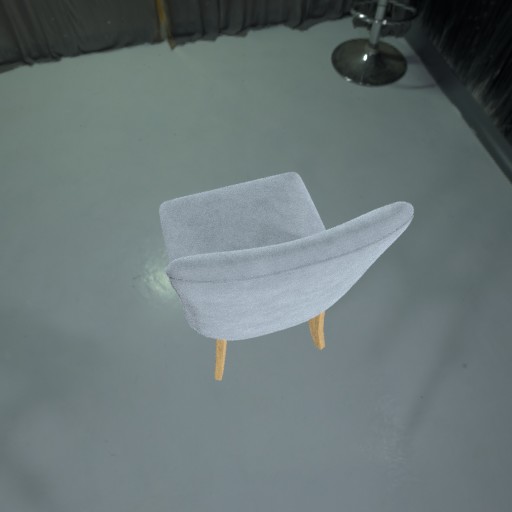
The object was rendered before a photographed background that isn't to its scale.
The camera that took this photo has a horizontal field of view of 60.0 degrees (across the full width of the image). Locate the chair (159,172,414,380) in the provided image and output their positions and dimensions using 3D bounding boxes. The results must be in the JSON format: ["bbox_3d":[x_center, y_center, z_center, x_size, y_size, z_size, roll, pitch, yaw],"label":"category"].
[{"bbox_3d":[0.000,0.000,1.291,0.495,0.902,0.610,-15,60,-9],"label":"chair"}]
